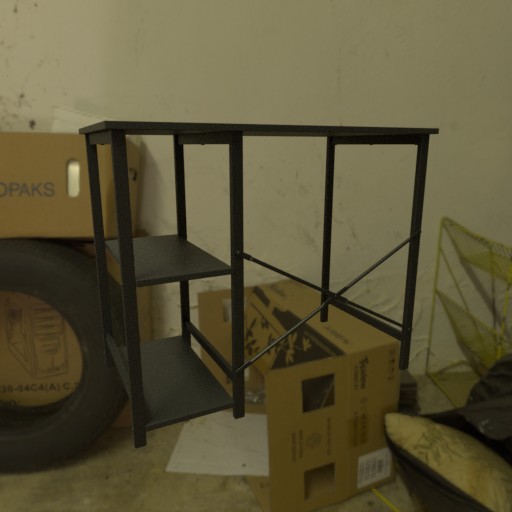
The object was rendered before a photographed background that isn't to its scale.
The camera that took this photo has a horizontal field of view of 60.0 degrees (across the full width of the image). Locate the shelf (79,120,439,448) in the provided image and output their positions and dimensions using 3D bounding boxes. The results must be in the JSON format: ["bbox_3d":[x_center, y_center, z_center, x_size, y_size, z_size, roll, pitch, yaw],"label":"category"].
[{"bbox_3d":[0.000,0.000,1.355,0.902,0.749,0.498,-7,16,-26],"label":"shelf"}]
